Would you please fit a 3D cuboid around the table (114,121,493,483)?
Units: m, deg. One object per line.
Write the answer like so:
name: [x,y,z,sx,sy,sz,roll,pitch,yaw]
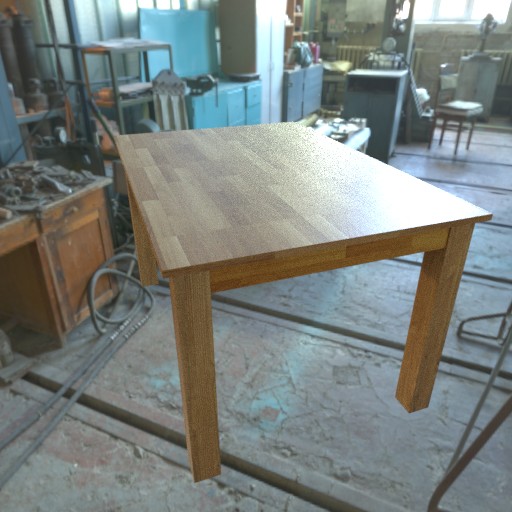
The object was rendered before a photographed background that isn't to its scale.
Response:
table: [0.000,0.000,1.786,0.900,0.750,1.300,-10,30,-18]
